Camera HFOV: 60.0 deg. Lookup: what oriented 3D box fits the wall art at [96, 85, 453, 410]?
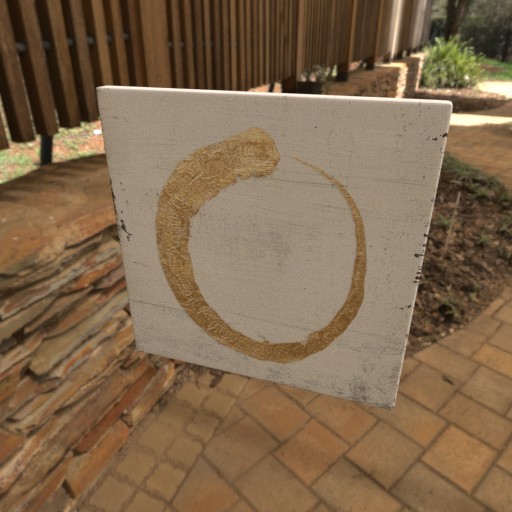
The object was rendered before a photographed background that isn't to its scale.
[{"bbox_3d":[0.000,0.000,1.095,0.762,0.762,0.038,9,29,16],"label":"wall art"}]
